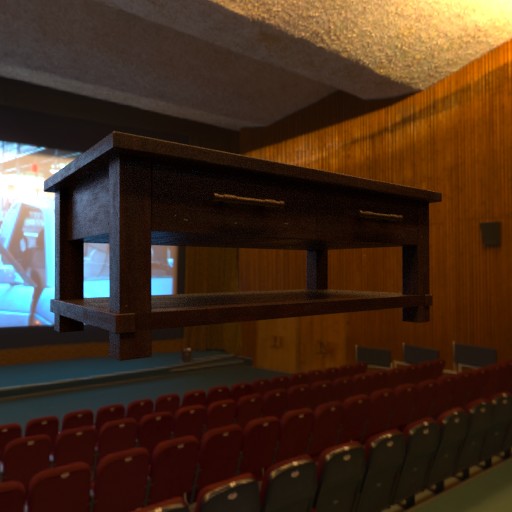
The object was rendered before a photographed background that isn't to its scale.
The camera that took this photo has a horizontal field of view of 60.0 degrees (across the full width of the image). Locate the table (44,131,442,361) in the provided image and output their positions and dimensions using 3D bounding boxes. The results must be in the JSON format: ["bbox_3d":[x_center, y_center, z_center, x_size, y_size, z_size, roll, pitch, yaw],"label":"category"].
[{"bbox_3d":[0.000,0.000,1.585,1.270,0.494,0.700,1,-2,-37],"label":"table"}]
